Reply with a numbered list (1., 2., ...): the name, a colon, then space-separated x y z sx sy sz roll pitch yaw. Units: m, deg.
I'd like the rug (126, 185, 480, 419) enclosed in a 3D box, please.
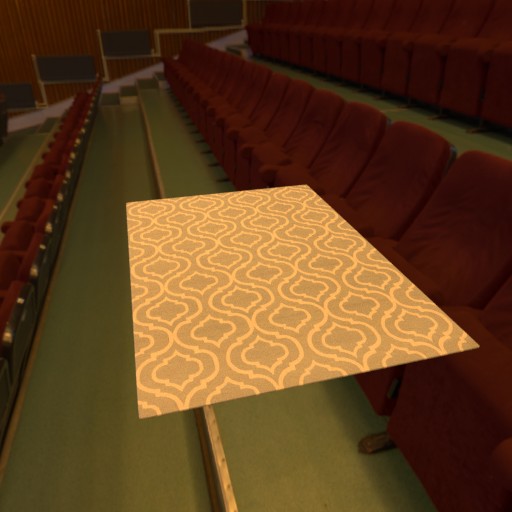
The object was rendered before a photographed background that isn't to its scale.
1. rug: 0.000 0.000 2.632 1.451 0.010 2.080 -8 30 -13
